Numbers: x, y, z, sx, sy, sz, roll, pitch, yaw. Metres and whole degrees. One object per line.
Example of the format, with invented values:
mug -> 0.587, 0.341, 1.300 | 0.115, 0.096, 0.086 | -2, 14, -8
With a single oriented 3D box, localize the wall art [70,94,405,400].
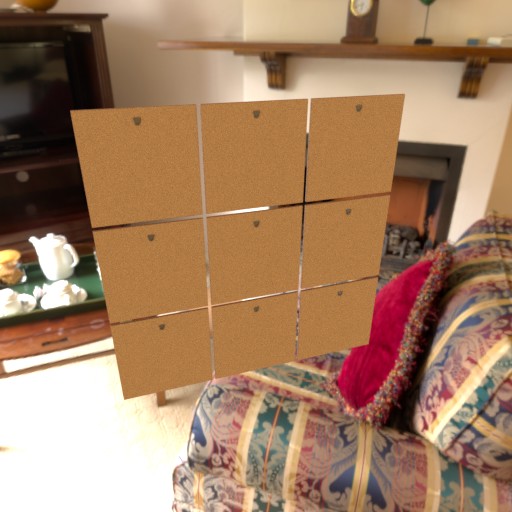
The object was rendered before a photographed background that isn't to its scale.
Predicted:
wall art -> 0.000, 0.000, 2.303 | 1.533, 1.532, 0.019 | -9, 29, -16
